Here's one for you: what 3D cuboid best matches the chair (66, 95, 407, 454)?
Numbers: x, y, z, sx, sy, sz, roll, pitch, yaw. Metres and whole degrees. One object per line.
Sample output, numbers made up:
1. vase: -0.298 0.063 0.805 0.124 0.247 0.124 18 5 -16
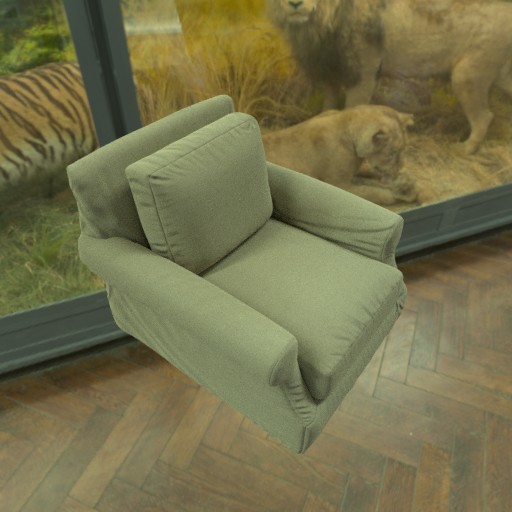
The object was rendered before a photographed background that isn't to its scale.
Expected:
1. chair: 0.000 0.000 1.761 1.066 0.866 0.940 27 48 27
